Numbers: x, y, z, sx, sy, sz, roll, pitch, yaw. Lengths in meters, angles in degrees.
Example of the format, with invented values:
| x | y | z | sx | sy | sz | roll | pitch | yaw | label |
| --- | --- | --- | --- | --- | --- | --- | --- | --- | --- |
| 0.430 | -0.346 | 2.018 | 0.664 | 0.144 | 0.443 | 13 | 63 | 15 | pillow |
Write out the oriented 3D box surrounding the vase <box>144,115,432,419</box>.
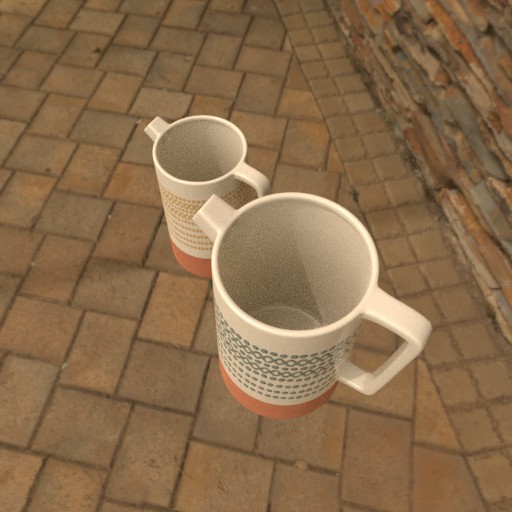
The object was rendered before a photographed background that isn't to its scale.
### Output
| x | y | z | sx | sy | sz | roll | pitch | yaw | label |
| --- | --- | --- | --- | --- | --- | --- | --- | --- | --- |
| 0.000 | 0.000 | 0.460 | 0.168 | 0.247 | 0.326 | -15 | 60 | -9 | vase |
